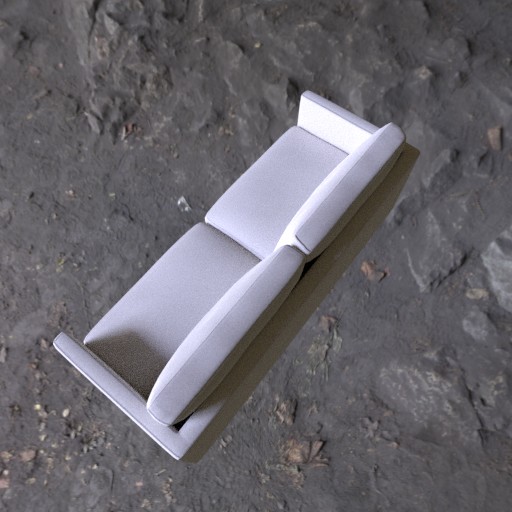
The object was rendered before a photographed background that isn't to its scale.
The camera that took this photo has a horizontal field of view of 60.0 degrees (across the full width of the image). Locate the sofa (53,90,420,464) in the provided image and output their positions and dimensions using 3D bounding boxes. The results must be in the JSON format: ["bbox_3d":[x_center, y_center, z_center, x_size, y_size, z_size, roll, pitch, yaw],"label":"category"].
[{"bbox_3d":[0.000,0.000,2.845,0.951,0.962,2.361,35,68,16],"label":"sofa"}]
